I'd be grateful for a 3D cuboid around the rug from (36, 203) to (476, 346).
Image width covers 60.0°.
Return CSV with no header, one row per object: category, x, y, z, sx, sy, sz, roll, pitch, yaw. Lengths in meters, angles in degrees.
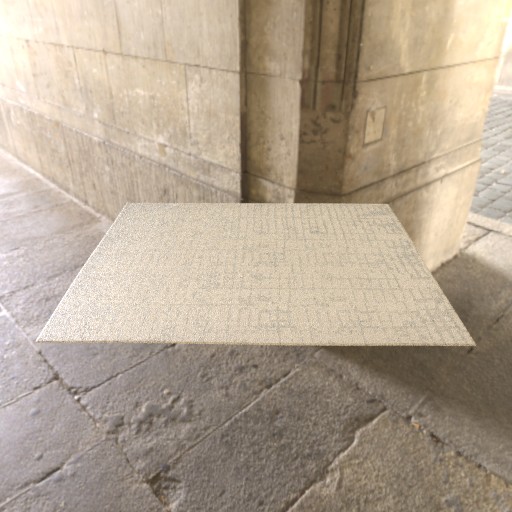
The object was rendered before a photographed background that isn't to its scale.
rug,0.000,0.000,4.108,3.061,0.014,2.447,0,30,1
